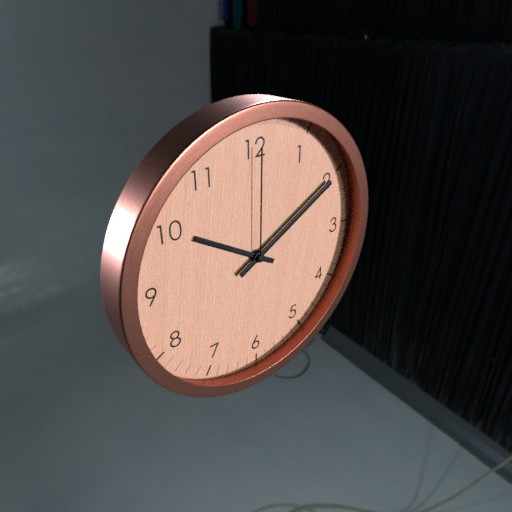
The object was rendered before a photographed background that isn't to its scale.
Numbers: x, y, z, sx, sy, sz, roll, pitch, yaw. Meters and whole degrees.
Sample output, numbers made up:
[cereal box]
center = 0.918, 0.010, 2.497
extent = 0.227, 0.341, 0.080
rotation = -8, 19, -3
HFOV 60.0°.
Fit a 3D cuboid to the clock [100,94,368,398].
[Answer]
[clock]
center = 0.000, 0.000, 0.460
extent = 0.313, 0.313, 0.040
rotation = -22, 35, -34
